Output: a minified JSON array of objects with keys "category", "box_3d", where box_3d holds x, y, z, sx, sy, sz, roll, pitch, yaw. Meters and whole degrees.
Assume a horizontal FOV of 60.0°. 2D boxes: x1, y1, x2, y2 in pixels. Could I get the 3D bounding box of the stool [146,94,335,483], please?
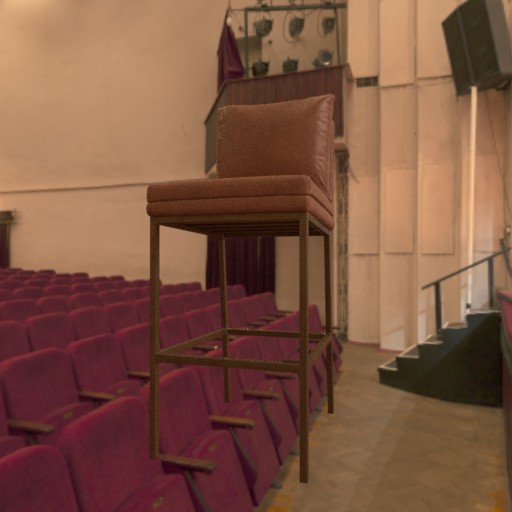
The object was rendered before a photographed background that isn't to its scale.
[{"category":"stool","box_3d":[0.000,0.000,1.421,0.463,1.124,0.571,0,-1,18]}]
